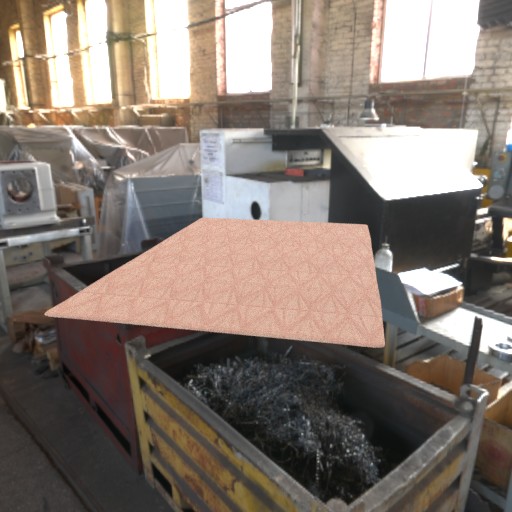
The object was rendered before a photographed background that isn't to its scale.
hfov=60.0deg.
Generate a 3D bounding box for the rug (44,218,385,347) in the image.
[{"bbox_3d":[0.000,0.000,3.099,1.609,0.015,2.390,3,17,11],"label":"rug"}]
